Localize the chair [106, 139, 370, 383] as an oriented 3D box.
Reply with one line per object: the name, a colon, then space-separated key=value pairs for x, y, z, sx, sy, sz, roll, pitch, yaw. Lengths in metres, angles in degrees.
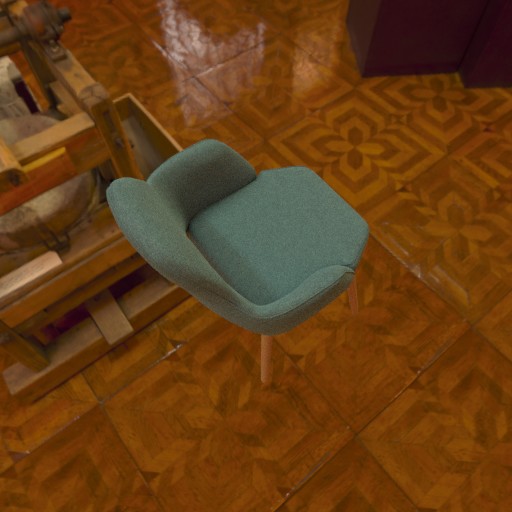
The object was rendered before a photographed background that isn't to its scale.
chair: x=0.000 y=0.000 z=1.359 sx=0.666 sy=0.920 sz=0.589 roll=-32 pitch=64 yaw=-18
